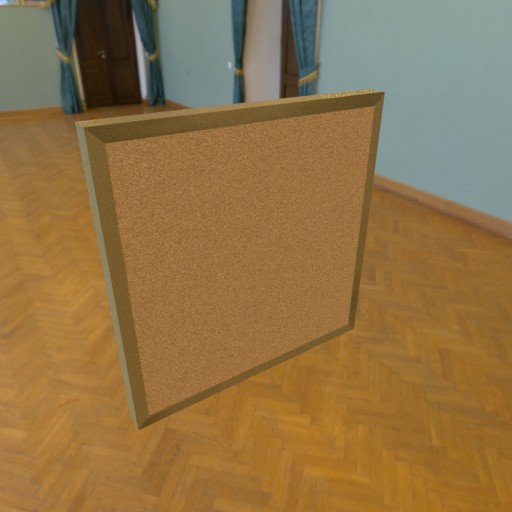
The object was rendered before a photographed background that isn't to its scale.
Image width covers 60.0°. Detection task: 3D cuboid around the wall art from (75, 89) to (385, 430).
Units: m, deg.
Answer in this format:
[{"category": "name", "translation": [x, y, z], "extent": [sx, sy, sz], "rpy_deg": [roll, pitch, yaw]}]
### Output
[{"category": "wall art", "translation": [0.000, 0.000, 0.773], "extent": [0.507, 0.508, 0.038], "rpy_deg": [-17, 33, -29]}]
